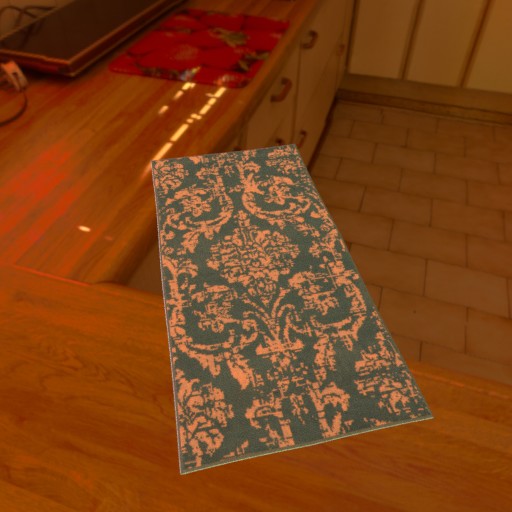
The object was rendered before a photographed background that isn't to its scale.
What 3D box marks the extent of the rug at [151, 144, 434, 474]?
[{"bbox_3d":[0.000,0.000,1.422,0.604,0.007,1.219,-9,47,-8],"label":"rug"}]
